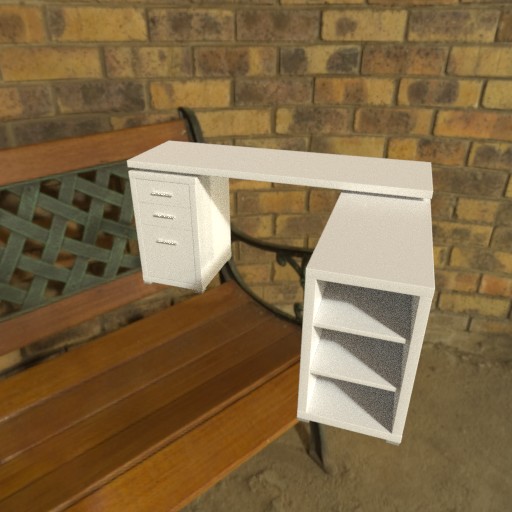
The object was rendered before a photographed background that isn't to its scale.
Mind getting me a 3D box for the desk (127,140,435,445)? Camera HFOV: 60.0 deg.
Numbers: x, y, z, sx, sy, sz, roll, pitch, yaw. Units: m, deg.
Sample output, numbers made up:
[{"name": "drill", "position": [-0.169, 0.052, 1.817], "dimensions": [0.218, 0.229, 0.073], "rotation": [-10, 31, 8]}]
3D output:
[{"name": "desk", "position": [0.000, 0.000, 2.191], "dimensions": [1.524, 0.753, 1.200], "rotation": [9, 29, 16]}]
